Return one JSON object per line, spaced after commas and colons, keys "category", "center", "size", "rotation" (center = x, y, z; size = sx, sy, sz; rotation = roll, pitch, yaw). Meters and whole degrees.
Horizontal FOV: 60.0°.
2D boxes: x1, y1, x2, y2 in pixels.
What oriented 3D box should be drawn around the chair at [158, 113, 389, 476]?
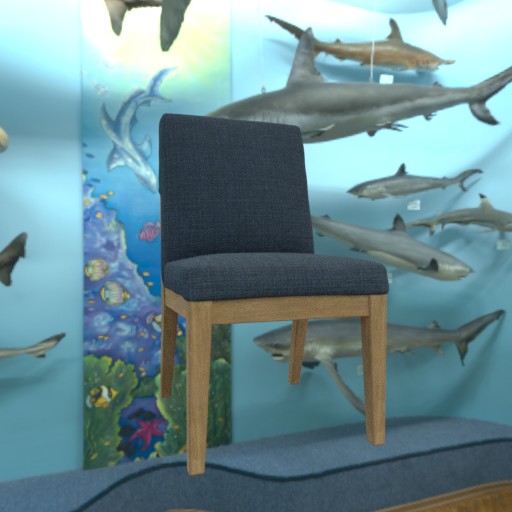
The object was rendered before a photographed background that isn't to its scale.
{"category": "chair", "center": [0.000, 0.000, 1.256], "size": [0.507, 0.911, 0.586], "rotation": [0, 1, -18]}
